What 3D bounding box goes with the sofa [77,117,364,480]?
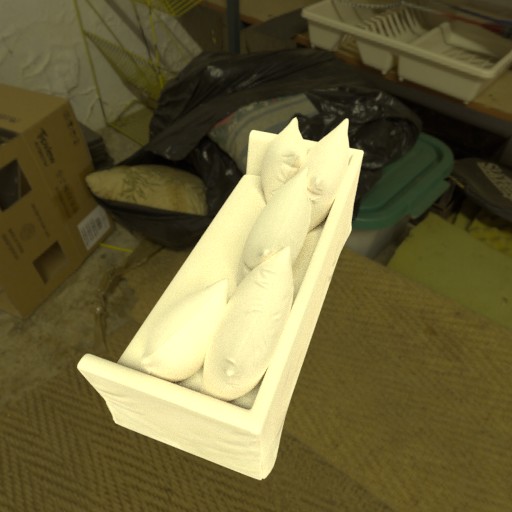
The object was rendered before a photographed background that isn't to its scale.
[{"bbox_3d":[0.000,0.000,3.051,1.030,1.042,2.484,15,47,14],"label":"sofa"}]
